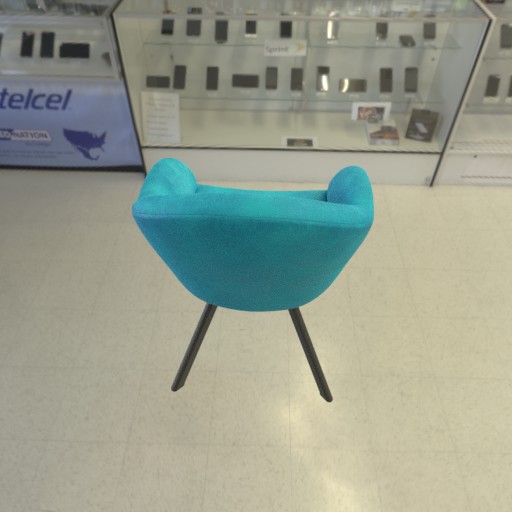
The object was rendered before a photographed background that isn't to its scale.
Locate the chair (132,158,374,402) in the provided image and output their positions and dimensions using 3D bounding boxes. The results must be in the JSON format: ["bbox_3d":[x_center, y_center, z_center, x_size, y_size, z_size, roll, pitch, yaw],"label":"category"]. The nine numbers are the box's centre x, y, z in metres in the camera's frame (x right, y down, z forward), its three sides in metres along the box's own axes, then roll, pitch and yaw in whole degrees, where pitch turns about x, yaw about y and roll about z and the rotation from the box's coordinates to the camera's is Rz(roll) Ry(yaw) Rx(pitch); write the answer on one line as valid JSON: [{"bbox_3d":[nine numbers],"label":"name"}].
[{"bbox_3d":[0.000,0.000,1.189,0.550,0.795,0.590,3,46,3],"label":"chair"}]
